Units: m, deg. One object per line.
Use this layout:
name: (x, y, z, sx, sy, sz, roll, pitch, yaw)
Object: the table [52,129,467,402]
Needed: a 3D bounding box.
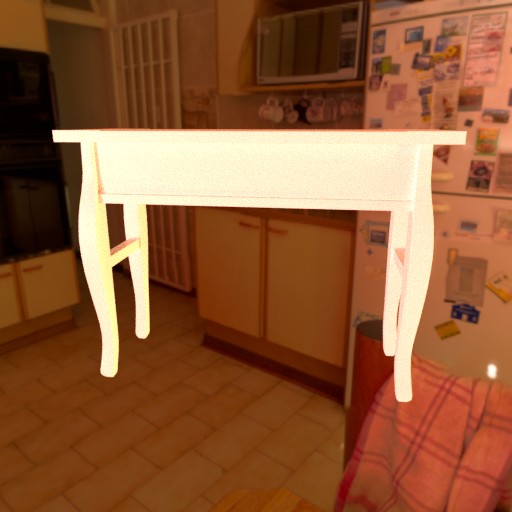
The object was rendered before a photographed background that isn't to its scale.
table: (0.000, 0.000, 1.402, 1.062, 0.768, 0.373, 2, 17, 8)
